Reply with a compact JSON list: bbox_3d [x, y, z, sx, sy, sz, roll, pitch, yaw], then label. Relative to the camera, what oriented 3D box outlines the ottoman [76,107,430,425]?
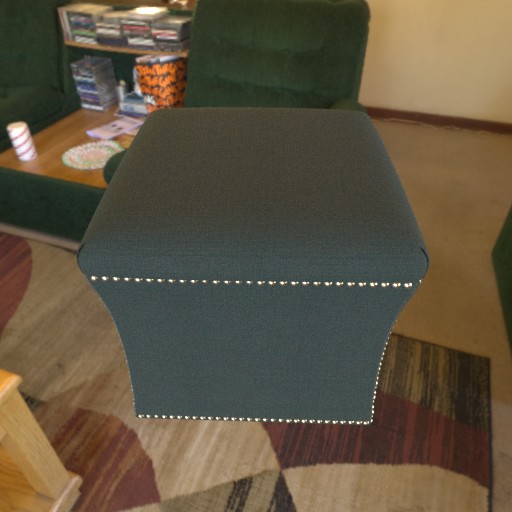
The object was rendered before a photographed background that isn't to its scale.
[{"bbox_3d":[0.000,0.000,0.900,0.497,0.475,0.507,1,40,1],"label":"ottoman"}]
